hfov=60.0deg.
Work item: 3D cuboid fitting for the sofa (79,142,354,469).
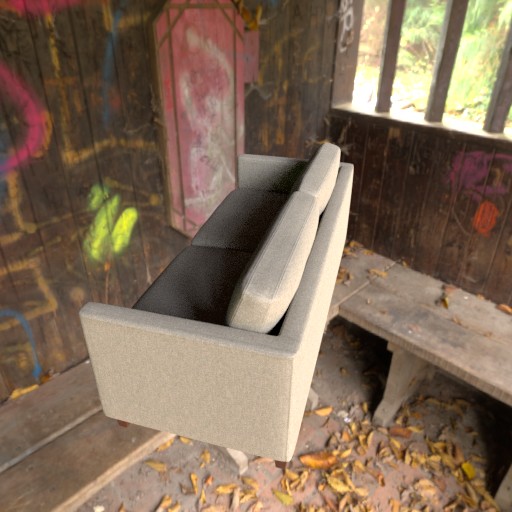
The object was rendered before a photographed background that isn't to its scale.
[{"bbox_3d":[0.000,0.000,2.740,0.956,0.963,2.208,8,32,14],"label":"sofa"}]
